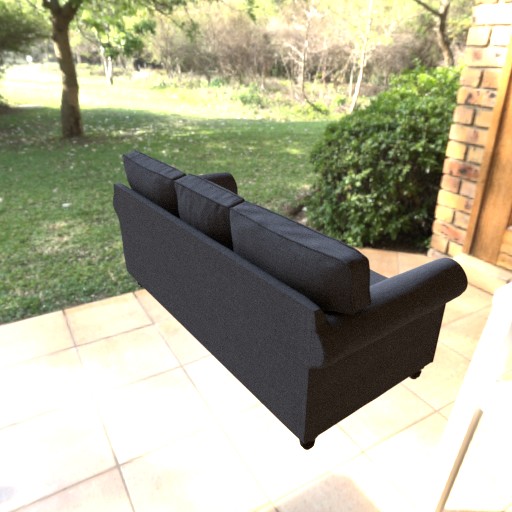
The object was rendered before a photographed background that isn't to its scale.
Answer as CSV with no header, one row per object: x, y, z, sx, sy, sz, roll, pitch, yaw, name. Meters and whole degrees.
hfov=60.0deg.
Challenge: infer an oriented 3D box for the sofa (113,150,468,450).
0.000,0.000,2.575,0.916,0.961,2.084,-18,31,-32,sofa
